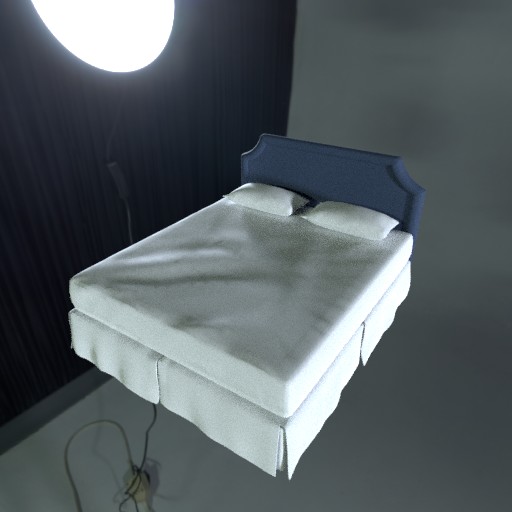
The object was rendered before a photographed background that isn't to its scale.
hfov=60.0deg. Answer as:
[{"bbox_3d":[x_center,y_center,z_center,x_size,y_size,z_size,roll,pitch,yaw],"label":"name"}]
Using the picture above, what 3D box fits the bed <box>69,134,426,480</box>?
[{"bbox_3d":[0.000,0.000,4.140,2.350,1.488,2.773,18,34,29],"label":"bed"}]
